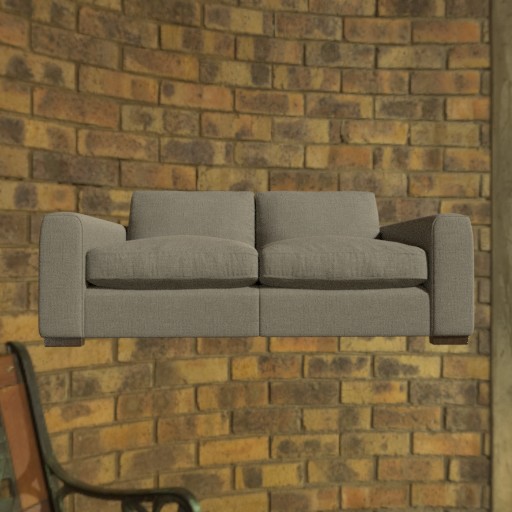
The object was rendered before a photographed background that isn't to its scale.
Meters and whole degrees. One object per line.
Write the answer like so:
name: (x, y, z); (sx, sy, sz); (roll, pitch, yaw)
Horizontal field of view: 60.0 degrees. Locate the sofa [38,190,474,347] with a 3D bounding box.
sofa: (0.000, 0.000, 2.432); (1.920, 0.800, 1.069); (0, 0, -2)
